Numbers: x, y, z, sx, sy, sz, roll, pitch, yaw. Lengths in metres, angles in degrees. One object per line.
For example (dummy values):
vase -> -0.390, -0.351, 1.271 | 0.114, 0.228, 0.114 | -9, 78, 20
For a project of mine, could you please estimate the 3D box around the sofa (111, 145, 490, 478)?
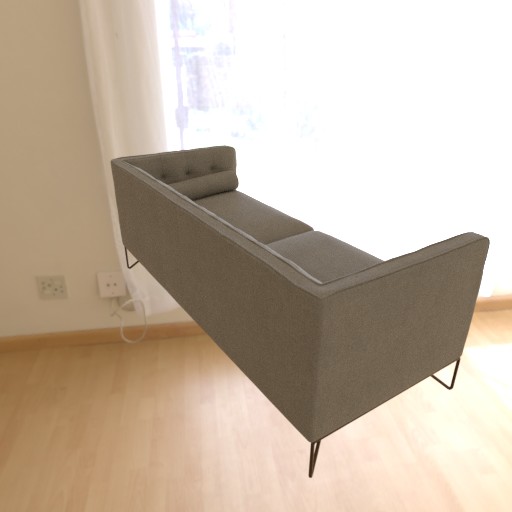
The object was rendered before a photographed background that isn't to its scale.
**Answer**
sofa -> 0.000, 0.000, 2.463 | 0.912, 0.798, 2.079 | -16, 30, -30
